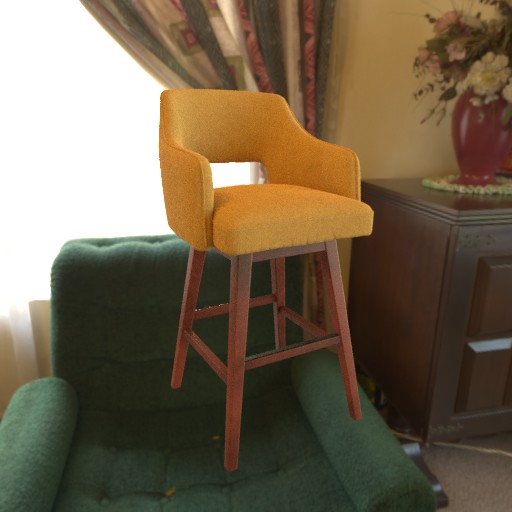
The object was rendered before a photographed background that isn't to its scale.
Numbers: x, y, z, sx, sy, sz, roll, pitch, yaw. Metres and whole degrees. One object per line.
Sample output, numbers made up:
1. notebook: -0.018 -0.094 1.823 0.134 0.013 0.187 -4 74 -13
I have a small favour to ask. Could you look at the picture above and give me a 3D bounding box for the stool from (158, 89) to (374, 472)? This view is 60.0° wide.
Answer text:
1. stool: 0.000 0.000 1.391 0.548 1.012 0.558 -9 19 -28
